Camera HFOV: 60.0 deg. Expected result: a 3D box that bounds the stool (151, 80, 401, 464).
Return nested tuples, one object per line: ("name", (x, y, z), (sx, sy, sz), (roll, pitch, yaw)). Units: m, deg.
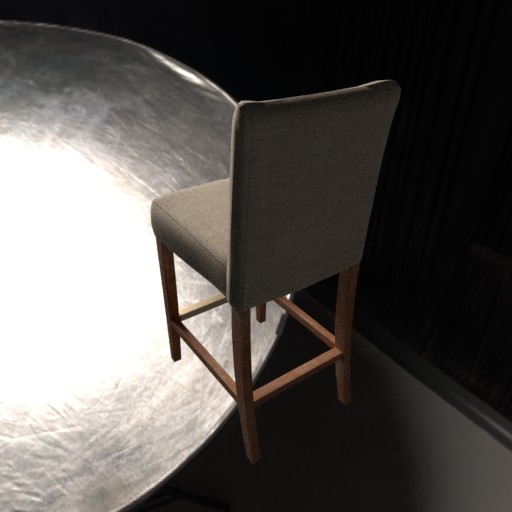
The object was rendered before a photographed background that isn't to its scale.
("stool", (0.000, 0.000, 1.344), (0.454, 1.039, 0.567), (-20, 37, -29))
